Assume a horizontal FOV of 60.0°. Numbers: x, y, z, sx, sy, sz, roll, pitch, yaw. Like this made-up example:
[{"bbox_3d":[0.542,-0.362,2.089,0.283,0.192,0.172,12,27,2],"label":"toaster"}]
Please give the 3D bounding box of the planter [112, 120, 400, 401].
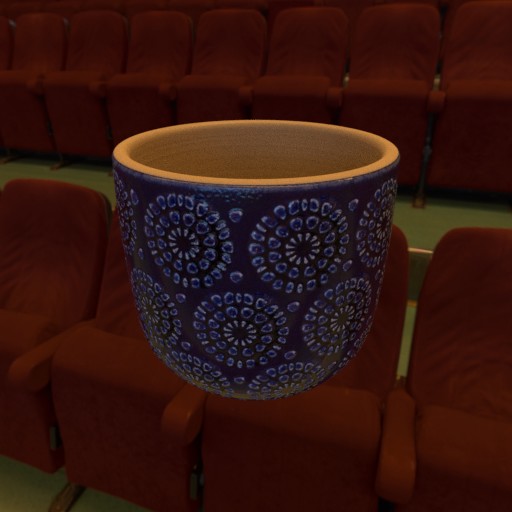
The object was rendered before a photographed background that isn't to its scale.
[{"bbox_3d":[0.000,0.000,0.293,0.165,0.149,0.165,0,26,0],"label":"planter"}]
